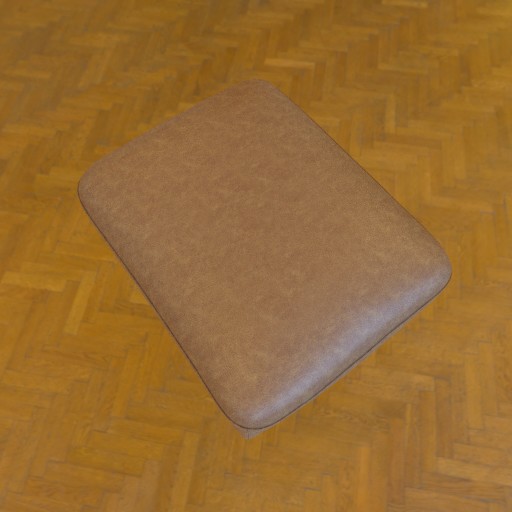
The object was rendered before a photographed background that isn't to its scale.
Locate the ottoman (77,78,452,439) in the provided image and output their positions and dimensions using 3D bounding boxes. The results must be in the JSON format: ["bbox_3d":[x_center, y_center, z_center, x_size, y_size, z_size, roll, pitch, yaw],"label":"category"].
[{"bbox_3d":[0.000,0.000,1.154,0.593,0.478,0.747,-34,69,-16],"label":"ottoman"}]
